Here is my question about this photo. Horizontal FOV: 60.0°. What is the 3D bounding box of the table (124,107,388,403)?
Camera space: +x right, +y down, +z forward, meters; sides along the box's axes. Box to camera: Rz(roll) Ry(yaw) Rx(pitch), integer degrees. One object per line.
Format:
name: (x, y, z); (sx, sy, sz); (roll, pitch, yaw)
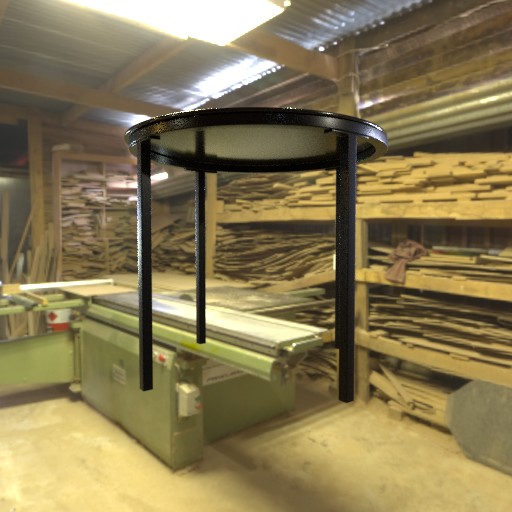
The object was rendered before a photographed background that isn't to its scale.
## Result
table: (0.000, 0.000, 0.885); (0.499, 0.443, 0.499); (0, 2, 0)
